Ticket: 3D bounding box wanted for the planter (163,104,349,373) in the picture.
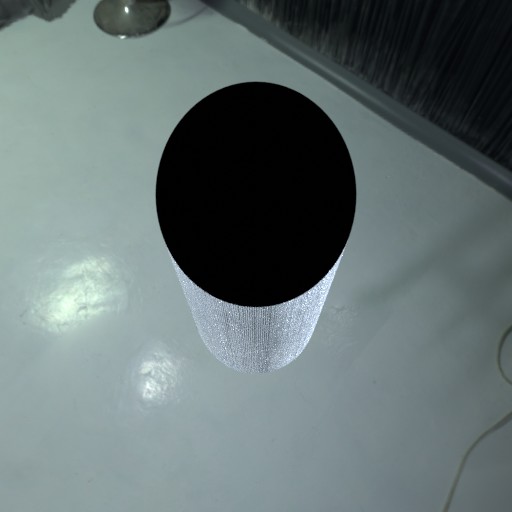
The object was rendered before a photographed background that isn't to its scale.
[{"bbox_3d":[0.000,0.000,0.127,0.045,0.103,0.045,37,69,17],"label":"planter"}]
